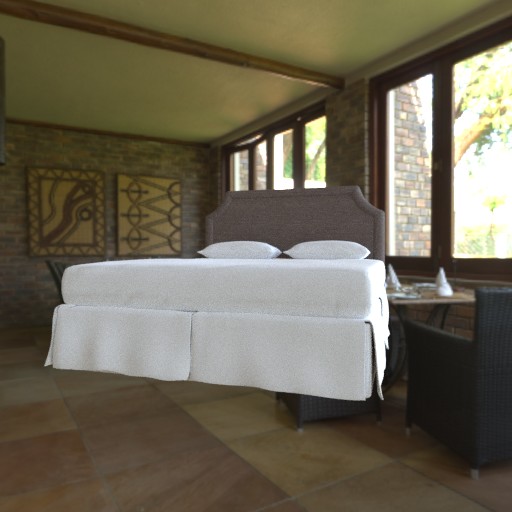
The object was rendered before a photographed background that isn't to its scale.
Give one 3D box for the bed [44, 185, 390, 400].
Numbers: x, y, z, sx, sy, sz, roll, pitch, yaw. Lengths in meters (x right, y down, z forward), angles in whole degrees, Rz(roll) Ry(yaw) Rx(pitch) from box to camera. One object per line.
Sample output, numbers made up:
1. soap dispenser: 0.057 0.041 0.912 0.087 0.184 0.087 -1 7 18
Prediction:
1. bed: 0.000 0.000 4.085 2.350 1.590 2.773 0 1 18
